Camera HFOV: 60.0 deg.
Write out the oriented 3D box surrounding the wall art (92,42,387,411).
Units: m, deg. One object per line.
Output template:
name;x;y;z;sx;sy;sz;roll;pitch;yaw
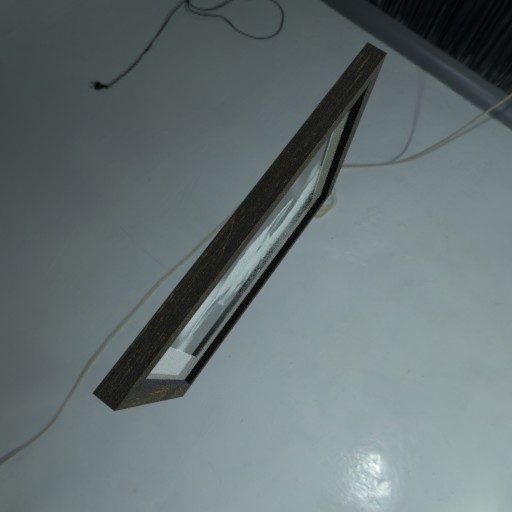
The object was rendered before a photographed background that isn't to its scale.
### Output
wall art;0.000;0.000;0.754;0.032;0.457;0.558;35;77;9
